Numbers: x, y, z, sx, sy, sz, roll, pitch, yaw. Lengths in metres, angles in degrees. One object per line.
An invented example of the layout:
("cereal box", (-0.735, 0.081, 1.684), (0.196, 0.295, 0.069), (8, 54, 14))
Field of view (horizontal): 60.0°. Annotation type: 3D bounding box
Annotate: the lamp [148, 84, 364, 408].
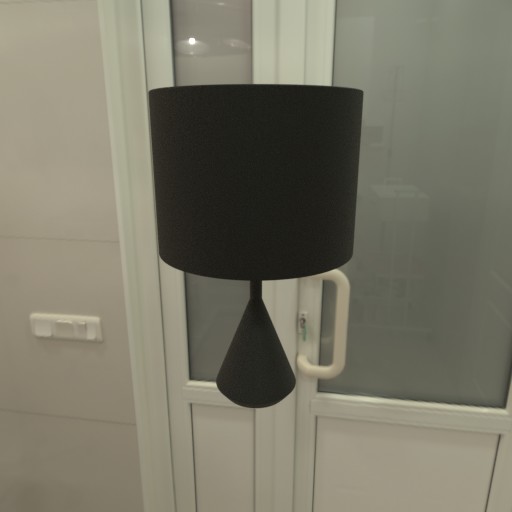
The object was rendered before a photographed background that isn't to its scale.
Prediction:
("lamp", (0.000, 0.000, 0.842), (0.359, 0.584, 0.359), (3, 17, 9))
